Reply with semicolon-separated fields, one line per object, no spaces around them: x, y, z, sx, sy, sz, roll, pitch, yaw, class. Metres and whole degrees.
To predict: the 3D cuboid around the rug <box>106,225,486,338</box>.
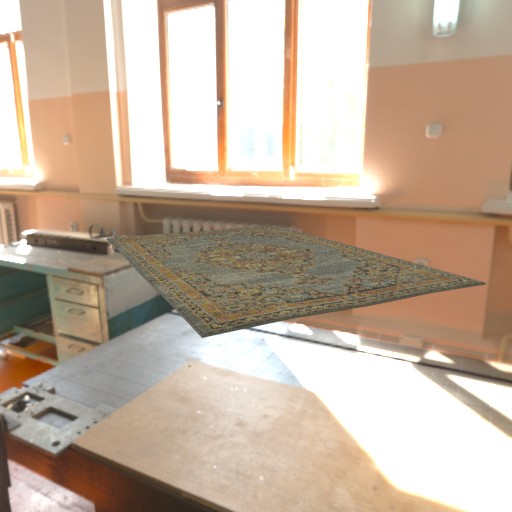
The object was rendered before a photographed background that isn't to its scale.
0.000;0.000;4.029;2.158;0.024;3.063;-6;14;-26;rug
